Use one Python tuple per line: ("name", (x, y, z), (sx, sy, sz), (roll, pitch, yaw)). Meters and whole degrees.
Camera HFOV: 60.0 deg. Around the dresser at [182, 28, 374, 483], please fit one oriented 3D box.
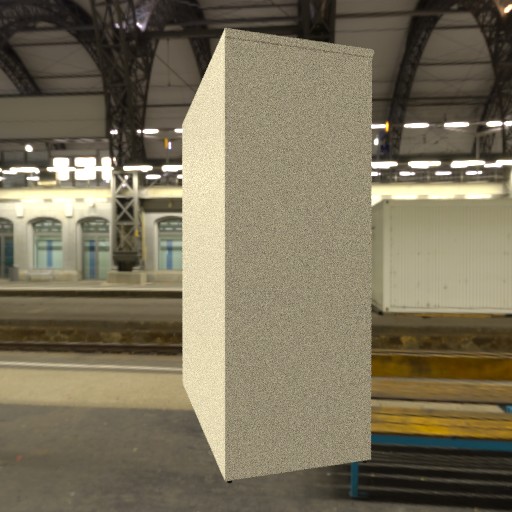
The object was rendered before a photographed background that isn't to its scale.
("dresser", (0.000, 0.000, 1.445), (0.380, 1.040, 0.800), (0, 1, -16))
